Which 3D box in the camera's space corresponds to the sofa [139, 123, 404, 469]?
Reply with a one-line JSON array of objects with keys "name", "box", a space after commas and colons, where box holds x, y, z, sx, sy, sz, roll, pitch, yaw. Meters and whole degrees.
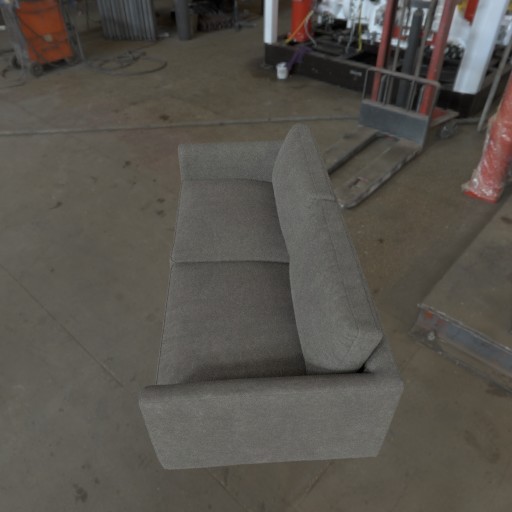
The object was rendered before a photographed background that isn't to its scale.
[{"name": "sofa", "box": [0.000, 0.000, 2.756, 1.092, 0.838, 2.257, -2, 41, -3]}]
